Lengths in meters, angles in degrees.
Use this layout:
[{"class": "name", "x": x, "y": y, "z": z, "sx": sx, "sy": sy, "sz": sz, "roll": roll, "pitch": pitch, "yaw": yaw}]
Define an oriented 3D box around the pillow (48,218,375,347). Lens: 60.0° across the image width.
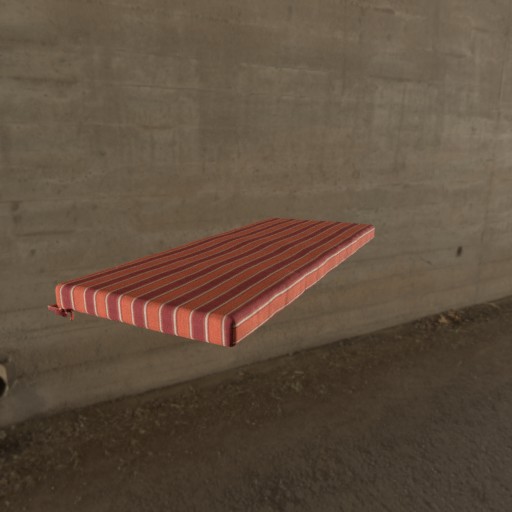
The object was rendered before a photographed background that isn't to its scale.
[{"class": "pillow", "x": 0.000, "y": 0.000, "z": 1.375, "sx": 0.492, "sy": 0.081, "sz": 1.187, "roll": 7, "pitch": 15, "yaw": 26}]
